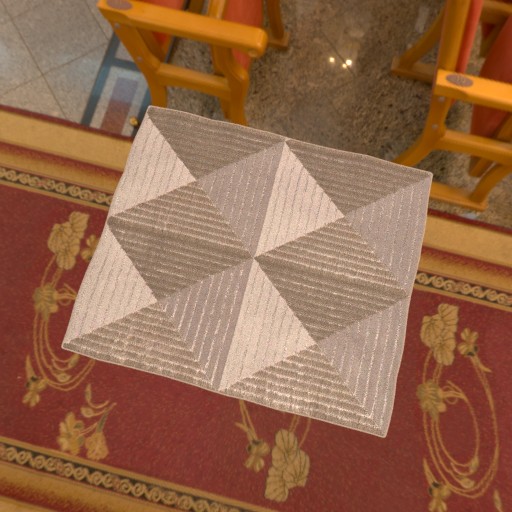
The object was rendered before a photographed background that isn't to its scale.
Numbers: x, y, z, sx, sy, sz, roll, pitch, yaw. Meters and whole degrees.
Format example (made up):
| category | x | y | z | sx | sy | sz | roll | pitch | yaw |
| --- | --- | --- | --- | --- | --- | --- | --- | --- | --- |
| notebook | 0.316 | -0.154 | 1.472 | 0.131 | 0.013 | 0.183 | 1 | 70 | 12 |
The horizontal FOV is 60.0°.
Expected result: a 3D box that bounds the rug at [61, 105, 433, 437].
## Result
| category | x | y | z | sx | sy | sz | roll | pitch | yaw |
| --- | --- | --- | --- | --- | --- | --- | --- | --- | --- |
| rug | 0.000 | 0.000 | 0.897 | 0.642 | 0.008 | 0.551 | 14 | 77 | 4 |
